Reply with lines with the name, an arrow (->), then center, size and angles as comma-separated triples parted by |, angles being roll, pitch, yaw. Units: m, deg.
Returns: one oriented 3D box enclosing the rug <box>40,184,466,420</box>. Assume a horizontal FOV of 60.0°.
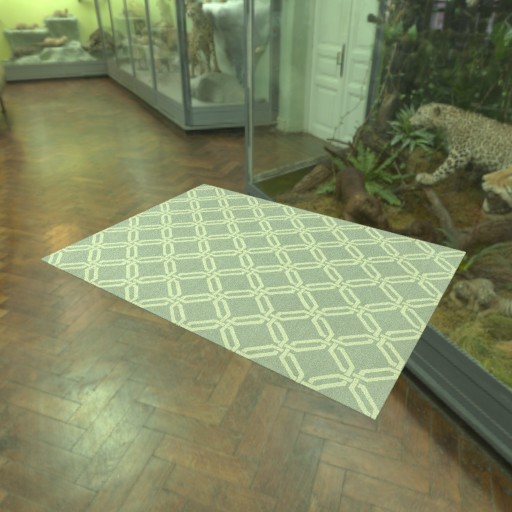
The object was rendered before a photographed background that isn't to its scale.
rug -> 0.000, 0.000, 4.316 | 3.353, 0.013, 2.438 | 19, 35, 29
